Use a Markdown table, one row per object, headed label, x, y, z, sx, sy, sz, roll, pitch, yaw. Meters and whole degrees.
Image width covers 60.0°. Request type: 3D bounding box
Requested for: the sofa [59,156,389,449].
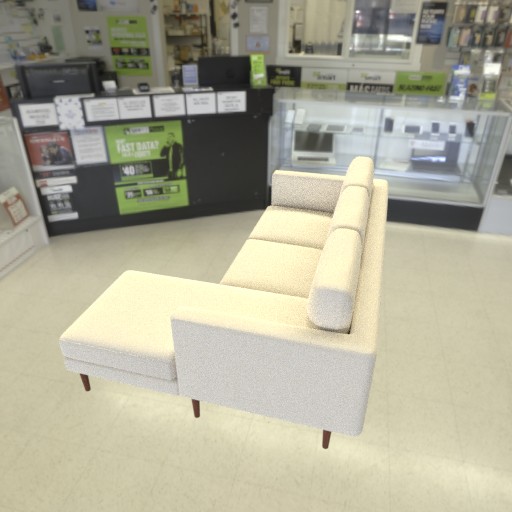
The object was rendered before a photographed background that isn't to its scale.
| label | x | y | z | sx | sy | sz | roll | pitch | yaw |
| --- | --- | --- | --- | --- | --- | --- | --- | --- | --- |
| sofa | 0.000 | 0.000 | 2.909 | 1.580 | 0.899 | 2.029 | 8 | 32 | 14 |
